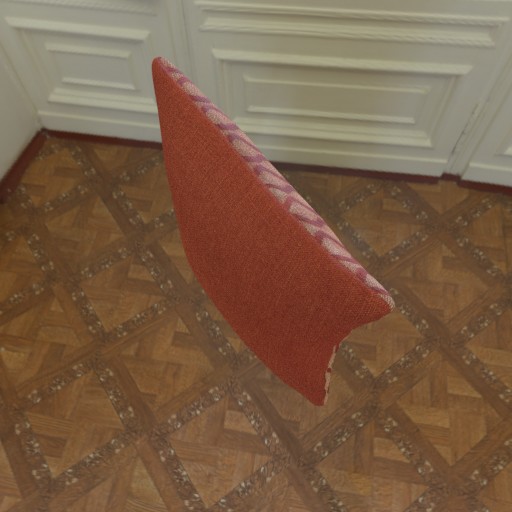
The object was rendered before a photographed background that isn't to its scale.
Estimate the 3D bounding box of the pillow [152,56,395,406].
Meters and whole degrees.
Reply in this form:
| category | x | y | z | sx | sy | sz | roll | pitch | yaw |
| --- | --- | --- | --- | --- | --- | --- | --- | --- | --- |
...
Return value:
| category | x | y | z | sx | sy | sz | roll | pitch | yaw |
| --- | --- | --- | --- | --- | --- | --- | --- | --- | --- |
| pillow | 0.000 | 0.000 | 0.663 | 0.159 | 0.434 | 0.429 | -33 | 65 | -18 |
